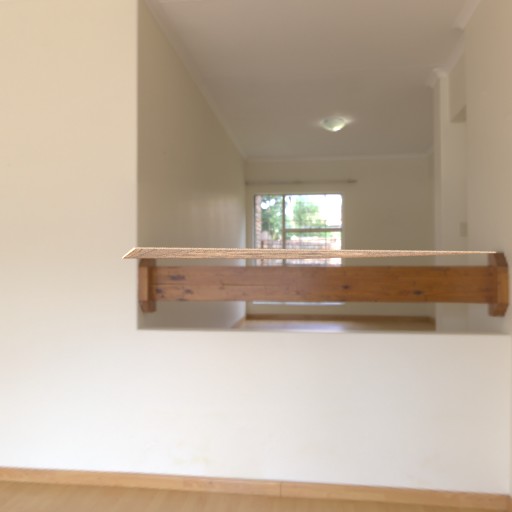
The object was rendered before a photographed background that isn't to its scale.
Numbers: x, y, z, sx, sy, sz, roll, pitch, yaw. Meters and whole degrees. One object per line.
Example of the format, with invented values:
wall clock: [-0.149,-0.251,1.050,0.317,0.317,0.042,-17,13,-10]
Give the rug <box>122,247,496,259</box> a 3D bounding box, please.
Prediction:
rug: [0.000,0.000,2.852,1.611,0.008,2.227,0,-1,-18]
